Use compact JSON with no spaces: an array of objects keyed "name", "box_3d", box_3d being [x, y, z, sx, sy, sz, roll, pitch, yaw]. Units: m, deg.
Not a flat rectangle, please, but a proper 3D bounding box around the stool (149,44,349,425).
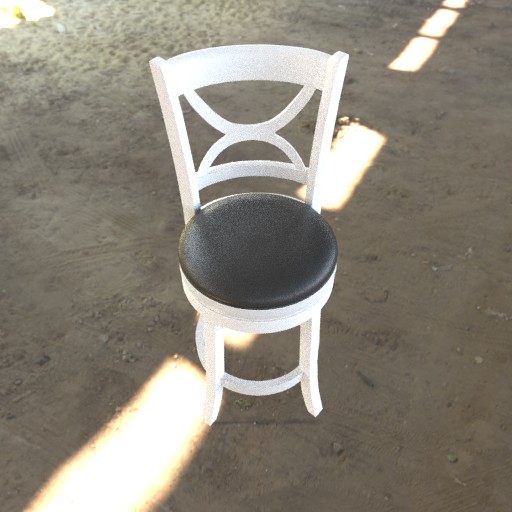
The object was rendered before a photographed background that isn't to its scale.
[{"name":"stool","box_3d":[0.000,0.000,1.213,0.444,0.953,0.508,-3,44,-4]}]
